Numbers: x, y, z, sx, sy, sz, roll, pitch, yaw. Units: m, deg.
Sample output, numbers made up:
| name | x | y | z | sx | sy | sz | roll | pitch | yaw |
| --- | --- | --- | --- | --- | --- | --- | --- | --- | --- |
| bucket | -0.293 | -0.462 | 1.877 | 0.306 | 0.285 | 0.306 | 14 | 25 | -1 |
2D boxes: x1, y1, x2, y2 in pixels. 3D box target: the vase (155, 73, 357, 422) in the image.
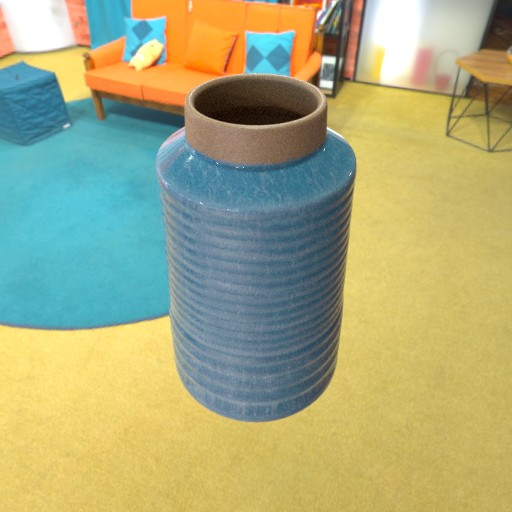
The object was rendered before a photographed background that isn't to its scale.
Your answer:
| name | x | y | z | sx | sy | sz | roll | pitch | yaw |
| --- | --- | --- | --- | --- | --- | --- | --- | --- | --- |
| vase | 0.000 | 0.000 | 0.368 | 0.163 | 0.267 | 0.163 | 0 | 41 | 0 |
